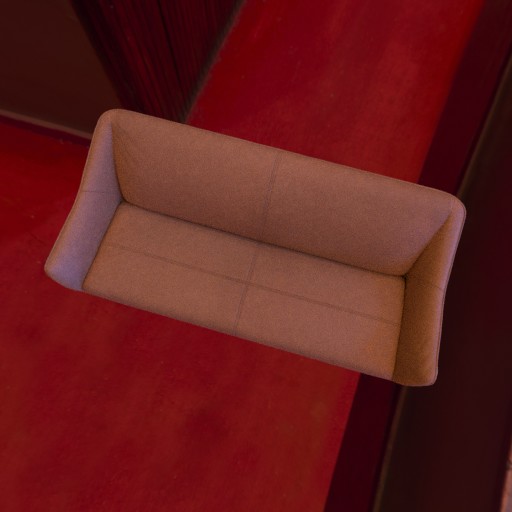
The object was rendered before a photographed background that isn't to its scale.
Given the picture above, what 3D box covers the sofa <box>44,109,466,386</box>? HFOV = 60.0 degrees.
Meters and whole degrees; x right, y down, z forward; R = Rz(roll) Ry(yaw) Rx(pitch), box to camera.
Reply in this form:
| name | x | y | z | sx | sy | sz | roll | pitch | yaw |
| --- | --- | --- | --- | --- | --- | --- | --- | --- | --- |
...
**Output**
| name | x | y | z | sx | sy | sz | roll | pitch | yaw |
| --- | --- | --- | --- | --- | --- | --- | --- | --- | --- |
| sofa | 0.000 | 0.000 | 2.361 | 1.928 | 0.830 | 0.869 | 15 | 76 | 4 |
